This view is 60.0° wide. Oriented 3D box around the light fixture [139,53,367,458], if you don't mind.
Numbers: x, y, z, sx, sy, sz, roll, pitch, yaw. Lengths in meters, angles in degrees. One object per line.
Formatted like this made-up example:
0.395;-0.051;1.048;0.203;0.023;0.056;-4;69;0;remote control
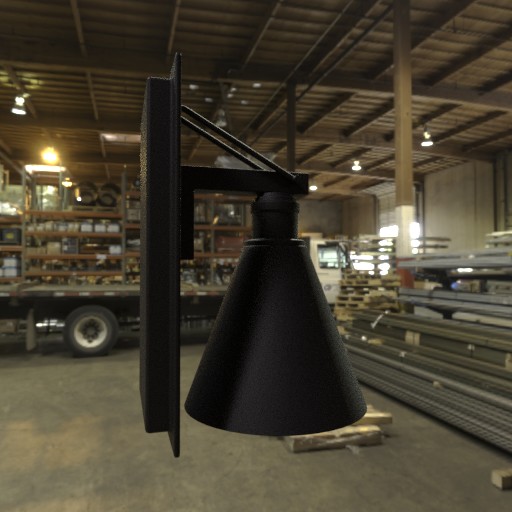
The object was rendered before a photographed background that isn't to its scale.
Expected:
0.000;0.000;0.418;0.207;0.298;0.170;0;-1;-17;light fixture
